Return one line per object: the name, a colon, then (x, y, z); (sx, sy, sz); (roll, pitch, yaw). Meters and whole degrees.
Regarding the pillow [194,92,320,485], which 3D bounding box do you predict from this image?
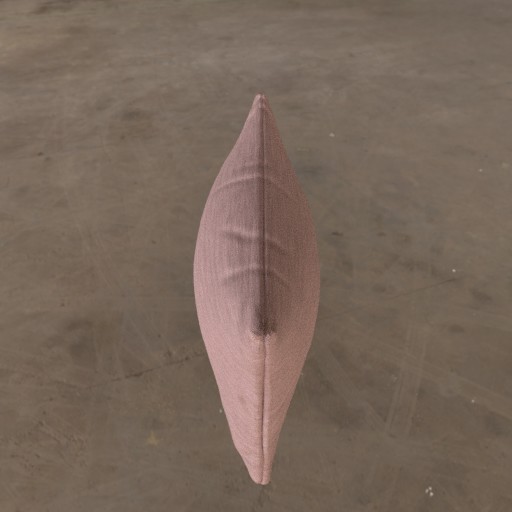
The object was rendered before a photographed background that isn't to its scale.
pillow: (0.000, 0.000, 0.770); (0.210, 0.338, 0.633); (0, 41, 0)
